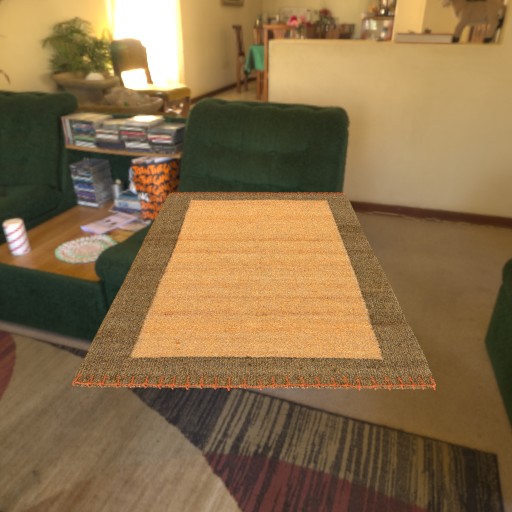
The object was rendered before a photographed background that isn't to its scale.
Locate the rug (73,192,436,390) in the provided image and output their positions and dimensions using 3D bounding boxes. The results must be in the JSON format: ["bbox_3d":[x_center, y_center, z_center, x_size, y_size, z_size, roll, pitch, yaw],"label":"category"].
[{"bbox_3d":[0.000,0.000,2.252,1.220,0.019,1.838,0,28,0],"label":"rug"}]
